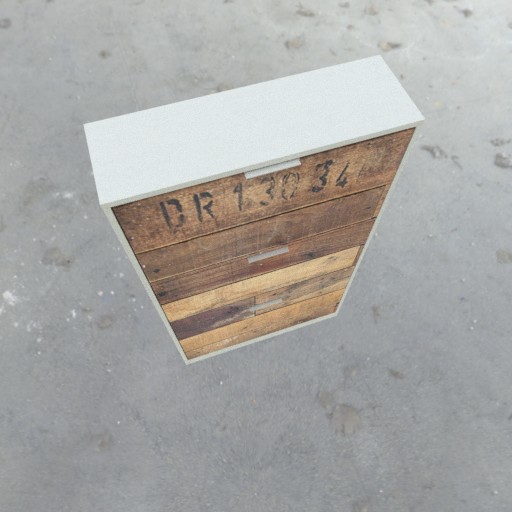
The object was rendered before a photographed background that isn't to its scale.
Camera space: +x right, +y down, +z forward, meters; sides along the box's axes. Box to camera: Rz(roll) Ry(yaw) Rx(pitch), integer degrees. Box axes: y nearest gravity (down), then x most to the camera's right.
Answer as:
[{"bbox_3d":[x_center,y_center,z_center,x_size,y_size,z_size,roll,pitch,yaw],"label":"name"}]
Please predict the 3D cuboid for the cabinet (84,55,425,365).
[{"bbox_3d":[0.000,0.000,1.579,0.750,1.280,0.250,-16,63,-9],"label":"cabinet"}]
